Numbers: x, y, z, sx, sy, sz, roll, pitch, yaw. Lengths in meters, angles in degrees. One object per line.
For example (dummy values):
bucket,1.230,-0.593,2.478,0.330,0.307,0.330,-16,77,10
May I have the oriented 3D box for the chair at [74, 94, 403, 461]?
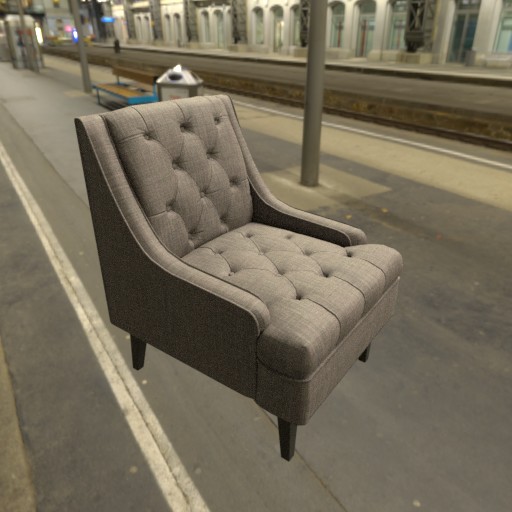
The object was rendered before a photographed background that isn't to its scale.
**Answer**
chair,0.000,0.000,1.415,0.771,0.891,0.655,18,32,32
